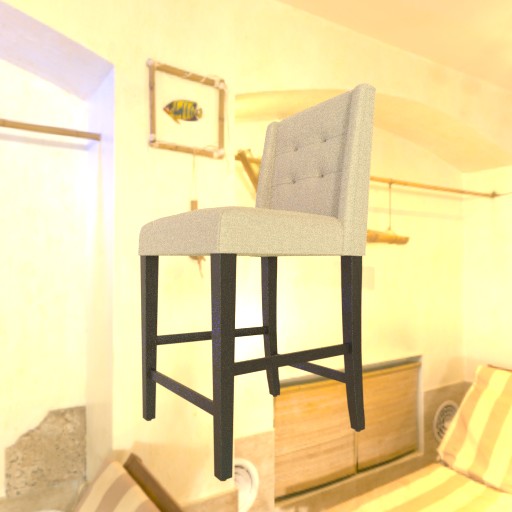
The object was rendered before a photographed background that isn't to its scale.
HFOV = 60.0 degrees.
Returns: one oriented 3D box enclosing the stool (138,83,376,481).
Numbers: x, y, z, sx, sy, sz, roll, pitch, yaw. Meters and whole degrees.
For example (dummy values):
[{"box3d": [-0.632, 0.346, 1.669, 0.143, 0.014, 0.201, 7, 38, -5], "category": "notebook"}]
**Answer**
[{"box3d": [0.000, 0.000, 1.232, 0.509, 0.939, 0.474, 0, -1, -35], "category": "stool"}]
